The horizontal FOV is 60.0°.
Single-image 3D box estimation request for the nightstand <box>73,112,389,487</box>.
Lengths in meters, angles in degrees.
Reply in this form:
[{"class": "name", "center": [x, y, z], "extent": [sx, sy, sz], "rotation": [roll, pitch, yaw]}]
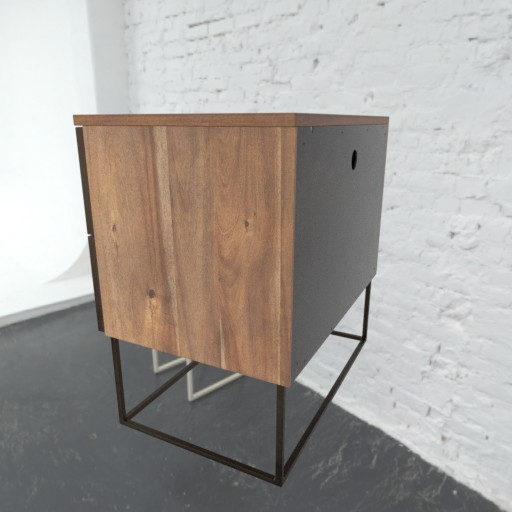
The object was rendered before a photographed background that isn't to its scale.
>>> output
[{"class": "nightstand", "center": [0.000, 0.000, 1.013], "extent": [0.427, 0.611, 0.605], "rotation": [9, 19, 26]}]
